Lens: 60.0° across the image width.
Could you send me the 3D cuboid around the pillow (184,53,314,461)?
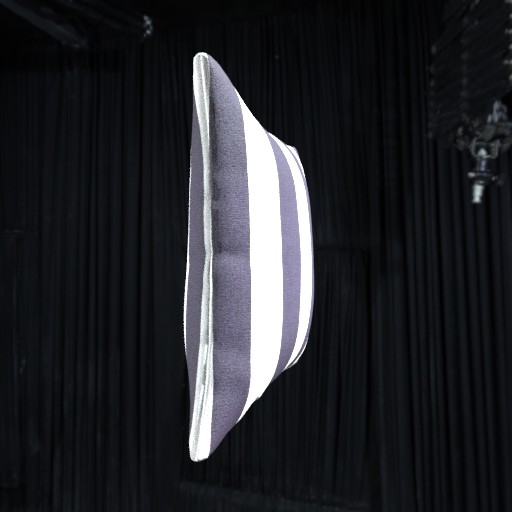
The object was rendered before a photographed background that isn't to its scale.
[{"bbox_3d":[0.000,0.000,0.813,0.189,0.526,0.536,0,-1,17],"label":"pillow"}]
